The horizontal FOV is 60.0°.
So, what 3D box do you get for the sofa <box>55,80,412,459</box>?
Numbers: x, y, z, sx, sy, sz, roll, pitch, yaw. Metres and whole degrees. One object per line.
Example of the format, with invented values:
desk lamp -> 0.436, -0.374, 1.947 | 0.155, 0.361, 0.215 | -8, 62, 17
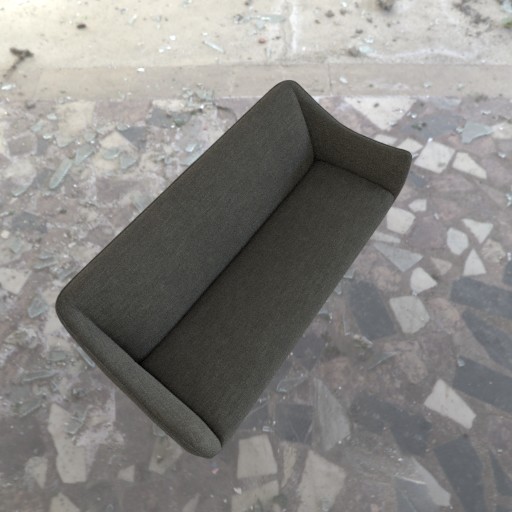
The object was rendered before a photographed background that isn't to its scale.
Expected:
sofa -> 0.000, 0.000, 2.390 | 0.867, 0.829, 1.928 | 32, 64, 17
